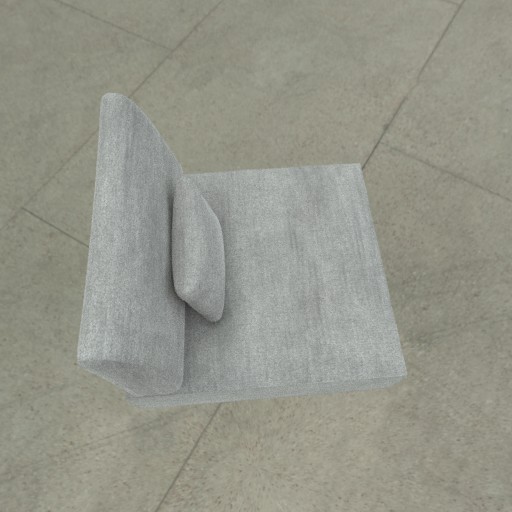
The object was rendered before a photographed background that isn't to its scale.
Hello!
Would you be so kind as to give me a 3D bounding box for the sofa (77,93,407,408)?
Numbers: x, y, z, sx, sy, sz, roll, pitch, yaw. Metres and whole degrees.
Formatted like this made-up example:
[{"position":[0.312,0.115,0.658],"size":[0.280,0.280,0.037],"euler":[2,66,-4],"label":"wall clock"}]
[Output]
[{"position":[0.000,0.000,1.649],"size":[1.000,0.820,0.930],"euler":[-4,64,-2],"label":"sofa"}]
